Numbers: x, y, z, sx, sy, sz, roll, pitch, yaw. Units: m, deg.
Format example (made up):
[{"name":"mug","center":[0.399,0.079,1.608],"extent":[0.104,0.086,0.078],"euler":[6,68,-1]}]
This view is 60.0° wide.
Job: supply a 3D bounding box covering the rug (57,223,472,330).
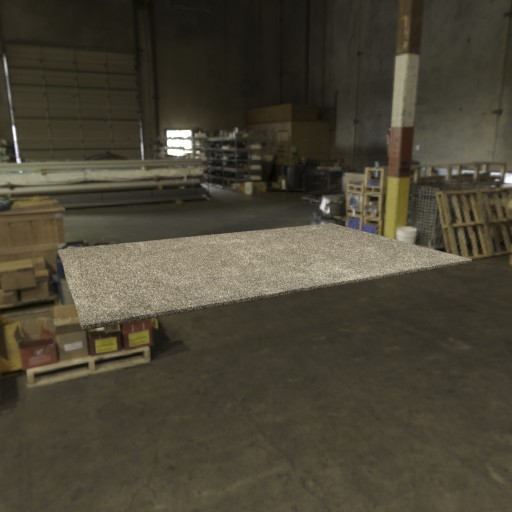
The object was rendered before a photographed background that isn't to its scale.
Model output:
[{"name":"rug","center":[0.000,0.000,2.962],"extent":[2.350,0.025,1.502],"euler":[-7,16,-26]}]
